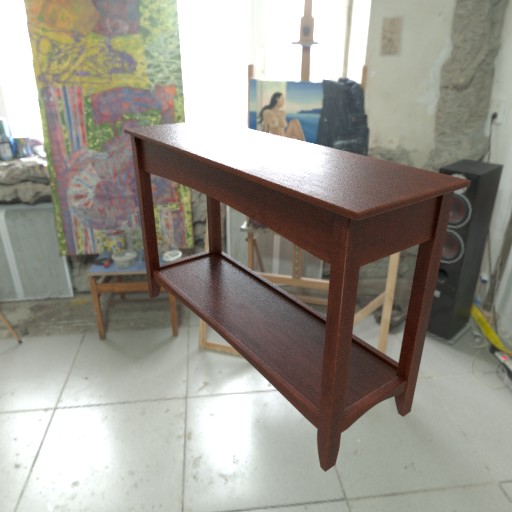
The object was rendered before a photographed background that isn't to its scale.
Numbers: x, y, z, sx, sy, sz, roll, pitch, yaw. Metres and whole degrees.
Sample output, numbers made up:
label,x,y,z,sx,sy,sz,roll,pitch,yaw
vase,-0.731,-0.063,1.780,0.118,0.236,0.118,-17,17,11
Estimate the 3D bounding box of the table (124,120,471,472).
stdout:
label,x,y,z,sx,sy,sz,roll,pitch,yaw
table,0.000,0.000,1.531,0.392,0.739,1.188,-17,30,-32
